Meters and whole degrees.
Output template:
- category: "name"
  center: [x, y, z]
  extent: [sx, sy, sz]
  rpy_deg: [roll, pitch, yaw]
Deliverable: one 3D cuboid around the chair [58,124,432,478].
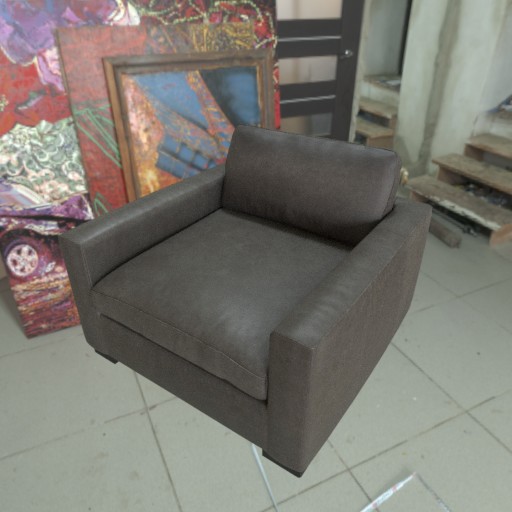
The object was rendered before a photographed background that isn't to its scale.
- category: "chair"
  center: [0.000, 0.000, 1.801]
  extent: [1.106, 0.807, 1.080]
  rpy_deg: [20, 36, 29]
